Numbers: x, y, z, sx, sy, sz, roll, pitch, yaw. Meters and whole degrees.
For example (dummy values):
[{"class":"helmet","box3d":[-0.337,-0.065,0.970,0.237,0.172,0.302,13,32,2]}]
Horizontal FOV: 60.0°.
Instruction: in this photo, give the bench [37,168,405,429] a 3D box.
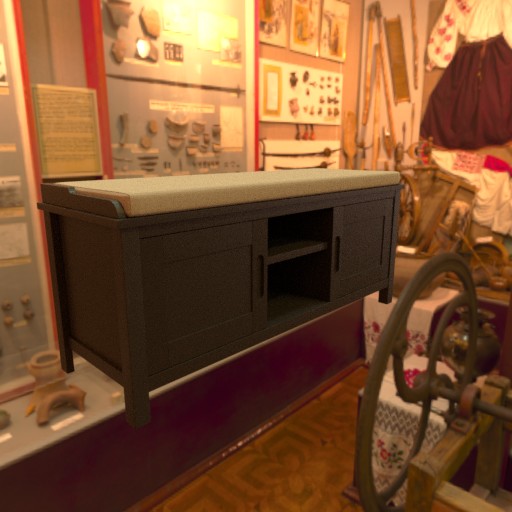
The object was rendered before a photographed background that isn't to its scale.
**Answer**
[{"class":"bench","box3d":[0.000,0.000,1.402,0.398,0.501,1.140,13,19,43]}]
